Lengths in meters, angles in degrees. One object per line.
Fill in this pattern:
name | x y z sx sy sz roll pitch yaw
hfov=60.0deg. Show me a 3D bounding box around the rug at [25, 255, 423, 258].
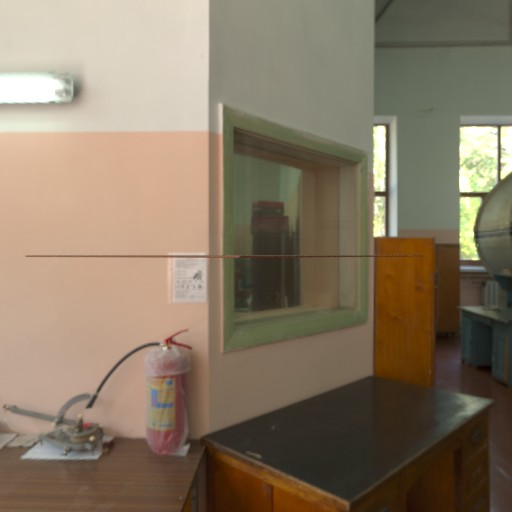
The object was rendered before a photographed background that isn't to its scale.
rug | 0.000 0.000 2.352 1.219 0.008 1.829 0 0 36
